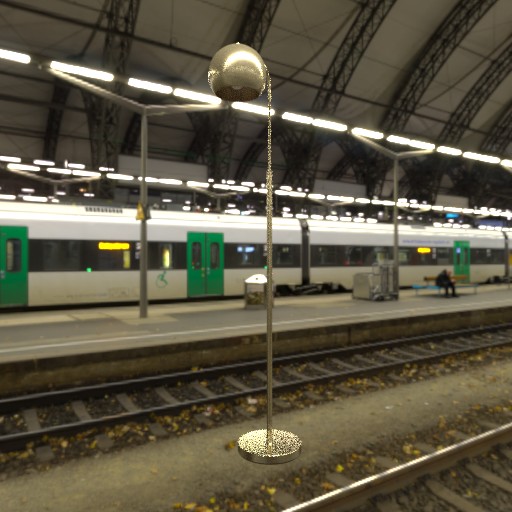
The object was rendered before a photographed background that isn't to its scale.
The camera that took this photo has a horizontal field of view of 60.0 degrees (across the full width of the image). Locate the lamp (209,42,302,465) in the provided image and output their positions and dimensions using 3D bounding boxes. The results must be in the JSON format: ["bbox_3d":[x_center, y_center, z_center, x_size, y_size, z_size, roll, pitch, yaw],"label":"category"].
[{"bbox_3d":[0.000,0.000,1.670,0.250,1.526,0.431,0,0,36],"label":"lamp"}]
